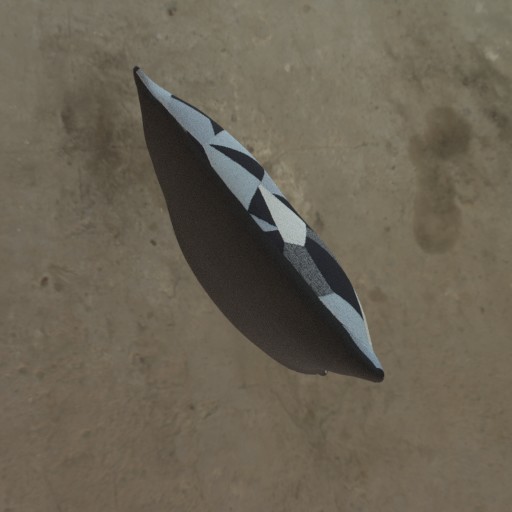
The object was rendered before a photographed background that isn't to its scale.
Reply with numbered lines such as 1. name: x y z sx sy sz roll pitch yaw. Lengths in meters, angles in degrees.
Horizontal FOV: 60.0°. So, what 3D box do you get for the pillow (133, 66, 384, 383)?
1. pillow: 0.000 0.000 0.757 0.208 0.496 0.503 -36 79 -8
